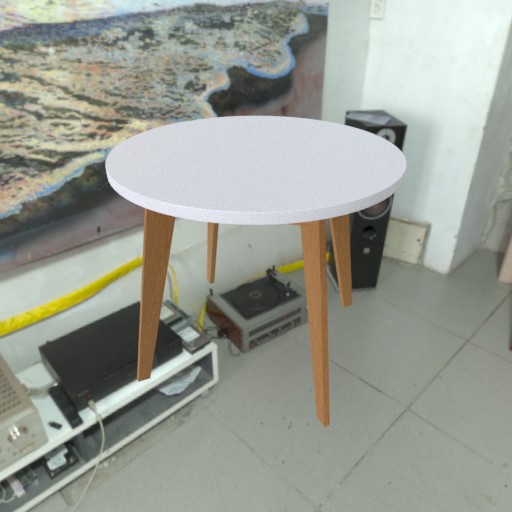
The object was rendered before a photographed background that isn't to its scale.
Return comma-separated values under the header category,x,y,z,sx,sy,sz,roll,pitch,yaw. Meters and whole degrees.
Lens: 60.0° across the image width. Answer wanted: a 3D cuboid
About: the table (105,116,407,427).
category,x,y,z,sx,sy,sz,roll,pitch,yaw
table,0.000,0.000,1.567,0.896,0.762,0.896,0,31,0
